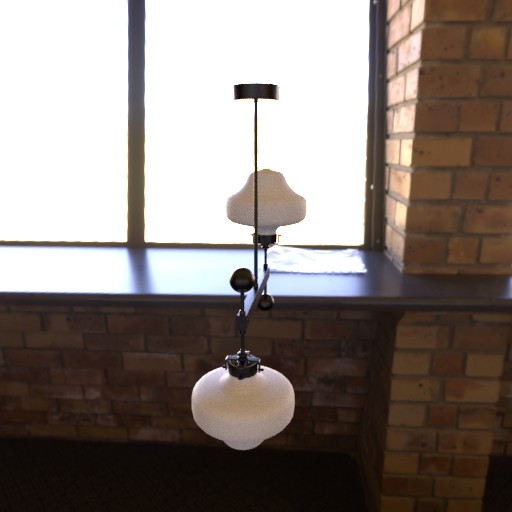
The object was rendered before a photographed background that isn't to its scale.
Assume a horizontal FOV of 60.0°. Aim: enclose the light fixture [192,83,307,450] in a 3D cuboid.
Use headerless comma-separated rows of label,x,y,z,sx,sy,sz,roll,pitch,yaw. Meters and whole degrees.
light fixture,0.000,0.000,1.029,0.422,0.743,0.489,-8,17,-27
